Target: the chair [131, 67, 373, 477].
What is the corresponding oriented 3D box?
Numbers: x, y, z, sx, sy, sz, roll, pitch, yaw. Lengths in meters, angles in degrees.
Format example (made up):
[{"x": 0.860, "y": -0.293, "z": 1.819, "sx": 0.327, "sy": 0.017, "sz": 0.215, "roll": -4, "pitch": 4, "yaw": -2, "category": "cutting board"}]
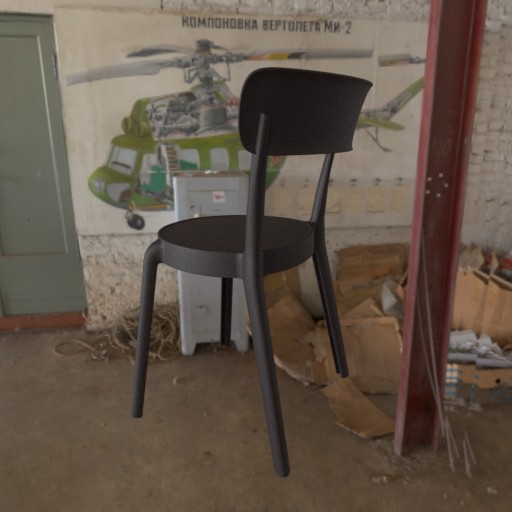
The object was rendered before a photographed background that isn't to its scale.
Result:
[{"x": 0.000, "y": 0.000, "z": 1.082, "sx": 0.491, "sy": 0.790, "sz": 0.506, "roll": 8, "pitch": 18, "yaw": 27, "category": "chair"}]
